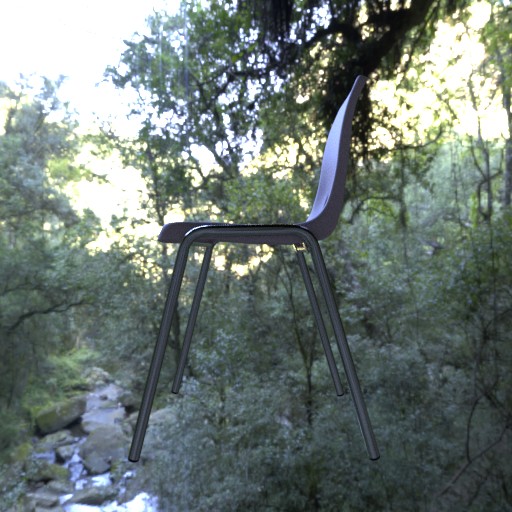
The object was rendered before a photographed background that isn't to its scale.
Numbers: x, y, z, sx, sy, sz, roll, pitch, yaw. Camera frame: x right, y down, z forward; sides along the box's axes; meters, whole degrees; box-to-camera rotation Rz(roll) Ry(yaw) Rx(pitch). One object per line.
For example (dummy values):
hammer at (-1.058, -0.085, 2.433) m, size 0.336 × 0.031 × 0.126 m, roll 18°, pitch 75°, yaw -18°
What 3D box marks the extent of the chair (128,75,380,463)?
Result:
chair at (0.000, 0.000, 0.937) m, size 0.436 × 0.704 × 0.381 m, roll 0°, pitch 1°, yaw 1°
